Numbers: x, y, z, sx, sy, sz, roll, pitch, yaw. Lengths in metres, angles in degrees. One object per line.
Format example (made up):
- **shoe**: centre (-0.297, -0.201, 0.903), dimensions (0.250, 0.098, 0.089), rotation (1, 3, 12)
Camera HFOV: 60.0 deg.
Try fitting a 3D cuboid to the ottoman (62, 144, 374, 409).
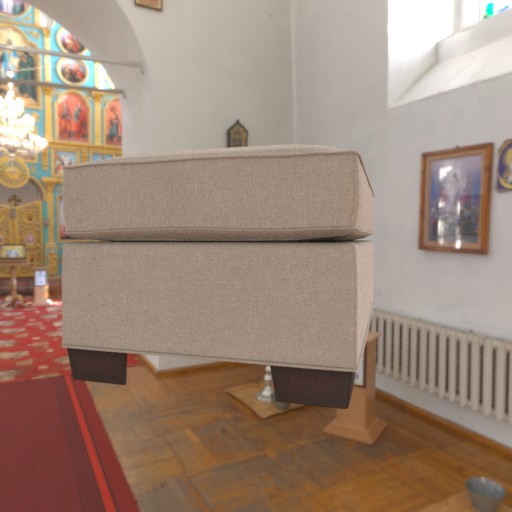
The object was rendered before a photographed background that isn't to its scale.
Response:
- **ottoman**: centre (0.000, 0.000, 1.236), dimensions (0.617, 0.503, 0.846), rotation (1, 2, 17)
